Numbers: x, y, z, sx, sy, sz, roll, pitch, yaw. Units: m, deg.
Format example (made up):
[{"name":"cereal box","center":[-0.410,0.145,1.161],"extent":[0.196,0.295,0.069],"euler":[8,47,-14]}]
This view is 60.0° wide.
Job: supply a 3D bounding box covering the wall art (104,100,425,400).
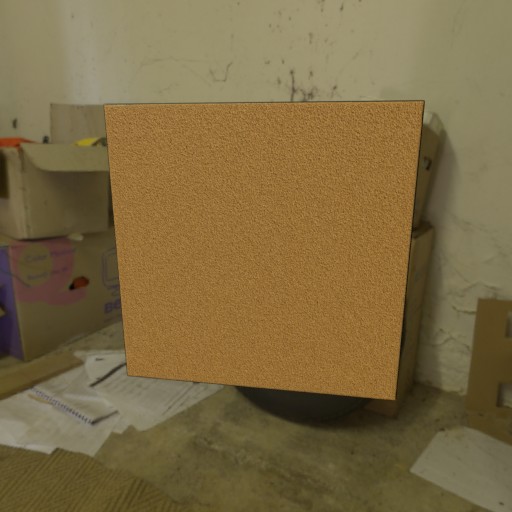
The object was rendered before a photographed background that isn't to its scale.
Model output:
[{"name":"wall art","center":[0.000,0.000,0.690],"extent":[0.456,0.453,0.022],"euler":[3,16,9]}]
